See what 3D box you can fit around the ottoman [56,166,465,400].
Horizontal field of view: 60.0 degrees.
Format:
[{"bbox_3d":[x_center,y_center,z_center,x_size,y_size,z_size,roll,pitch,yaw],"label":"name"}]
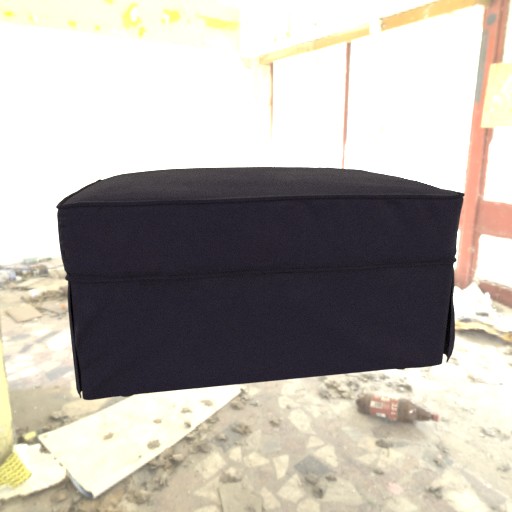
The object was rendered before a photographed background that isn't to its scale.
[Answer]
[{"bbox_3d":[0.000,0.000,1.277,0.938,0.503,0.637,-3,15,-10],"label":"ottoman"}]
